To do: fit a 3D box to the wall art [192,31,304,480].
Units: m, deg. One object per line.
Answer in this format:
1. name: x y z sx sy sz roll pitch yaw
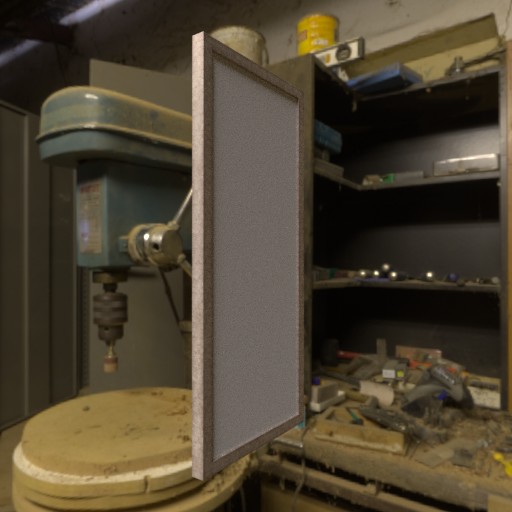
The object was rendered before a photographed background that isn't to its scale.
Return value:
1. wall art: 0.000 0.000 1.715 0.051 1.461 0.648 0 0 36
